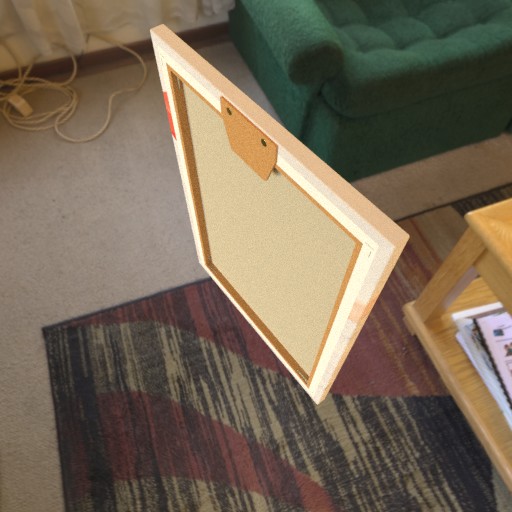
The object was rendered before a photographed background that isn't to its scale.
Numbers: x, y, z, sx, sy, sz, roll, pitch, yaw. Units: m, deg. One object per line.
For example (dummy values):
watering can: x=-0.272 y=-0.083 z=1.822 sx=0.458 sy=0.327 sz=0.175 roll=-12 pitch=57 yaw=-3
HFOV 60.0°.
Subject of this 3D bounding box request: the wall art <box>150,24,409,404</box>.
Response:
wall art: x=0.000 y=0.000 z=1.061 sx=0.036 sy=0.848 sz=0.613 roll=-34 pitch=64 yaw=-19
